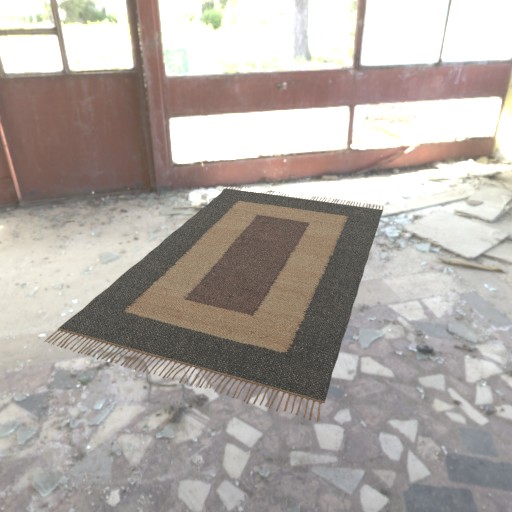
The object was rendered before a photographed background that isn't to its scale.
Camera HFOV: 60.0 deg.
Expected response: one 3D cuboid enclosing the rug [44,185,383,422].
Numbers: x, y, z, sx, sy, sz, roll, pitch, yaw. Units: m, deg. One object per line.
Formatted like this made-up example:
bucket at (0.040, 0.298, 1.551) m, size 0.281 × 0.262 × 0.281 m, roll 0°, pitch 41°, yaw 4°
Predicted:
rug at (0.000, 0.000, 1.916) m, size 0.920 × 0.013 × 1.541 m, roll 10°, pitch 31°, yaw 18°
